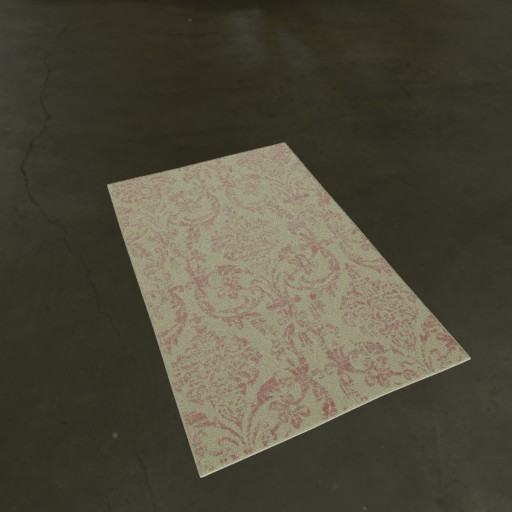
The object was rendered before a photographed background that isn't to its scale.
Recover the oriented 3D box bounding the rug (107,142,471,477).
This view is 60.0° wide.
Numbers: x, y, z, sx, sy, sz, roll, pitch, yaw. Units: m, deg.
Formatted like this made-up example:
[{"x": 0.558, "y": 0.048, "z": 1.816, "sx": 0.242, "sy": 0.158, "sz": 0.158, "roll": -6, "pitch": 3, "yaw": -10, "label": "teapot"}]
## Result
[{"x": 0.000, "y": 0.000, "z": 2.317, "sx": 1.219, "sy": 0.012, "sz": 1.839, "roll": -17, "pitch": 49, "yaw": -16, "label": "rug"}]
